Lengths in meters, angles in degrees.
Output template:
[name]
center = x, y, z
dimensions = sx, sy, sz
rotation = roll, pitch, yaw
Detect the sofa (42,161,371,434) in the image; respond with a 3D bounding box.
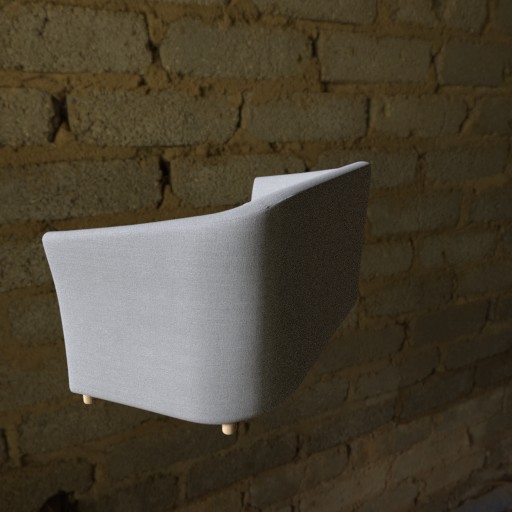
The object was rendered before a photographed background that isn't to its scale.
[sofa]
center = 0.000, 0.000, 1.828
dimensions = 0.705, 0.721, 1.452
rotation = 8, 19, 25
